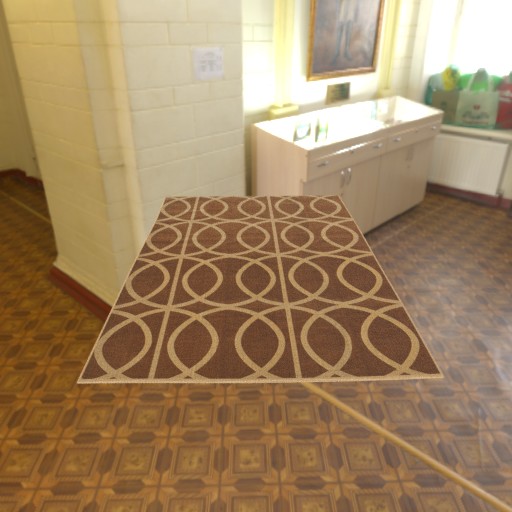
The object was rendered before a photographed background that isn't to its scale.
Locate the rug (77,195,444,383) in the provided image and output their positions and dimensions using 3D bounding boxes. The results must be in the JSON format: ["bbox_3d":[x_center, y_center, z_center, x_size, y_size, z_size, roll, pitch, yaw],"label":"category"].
[{"bbox_3d":[0.000,0.000,2.843,1.528,0.014,2.294,-1,27,-1],"label":"rug"}]
